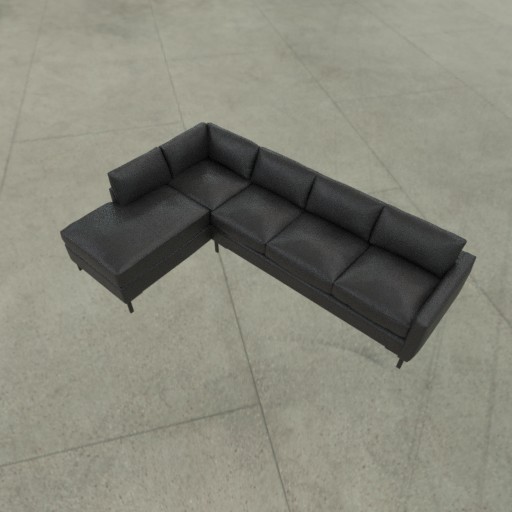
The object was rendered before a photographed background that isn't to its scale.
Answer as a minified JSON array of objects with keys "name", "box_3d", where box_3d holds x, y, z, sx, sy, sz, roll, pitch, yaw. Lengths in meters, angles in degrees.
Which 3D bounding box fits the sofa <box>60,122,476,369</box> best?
[{"name":"sofa","box_3d":[0.000,0.000,3.813,2.984,0.877,1.938,31,53,27]}]
